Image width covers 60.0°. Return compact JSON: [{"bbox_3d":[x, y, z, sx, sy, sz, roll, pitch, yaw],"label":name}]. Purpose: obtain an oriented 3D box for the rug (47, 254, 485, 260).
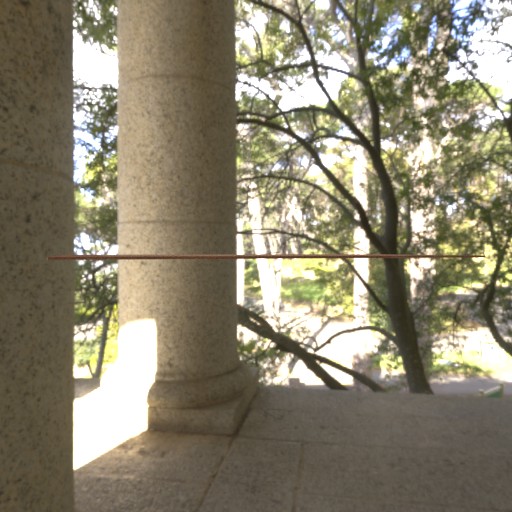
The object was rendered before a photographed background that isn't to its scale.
[{"bbox_3d":[0.000,0.000,3.000,2.438,0.014,1.524,0,1,-20],"label":"rug"}]
